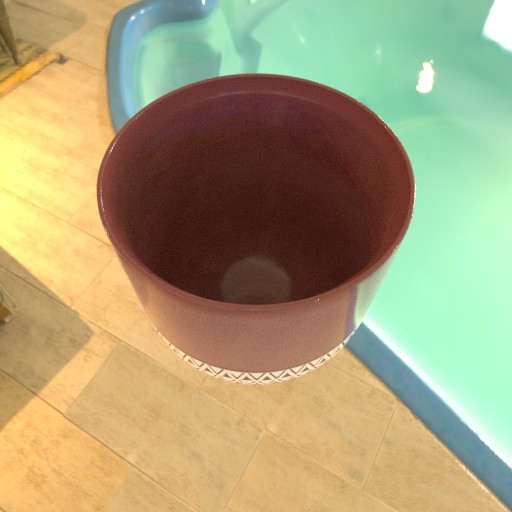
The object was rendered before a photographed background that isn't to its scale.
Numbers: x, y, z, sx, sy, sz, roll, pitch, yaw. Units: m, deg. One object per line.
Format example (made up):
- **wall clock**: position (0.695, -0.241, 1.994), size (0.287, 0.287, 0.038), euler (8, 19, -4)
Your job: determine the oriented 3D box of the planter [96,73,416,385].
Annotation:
- **planter**: position (0.000, 0.000, 0.486), size (0.266, 0.270, 0.266), euler (0, 57, 0)
